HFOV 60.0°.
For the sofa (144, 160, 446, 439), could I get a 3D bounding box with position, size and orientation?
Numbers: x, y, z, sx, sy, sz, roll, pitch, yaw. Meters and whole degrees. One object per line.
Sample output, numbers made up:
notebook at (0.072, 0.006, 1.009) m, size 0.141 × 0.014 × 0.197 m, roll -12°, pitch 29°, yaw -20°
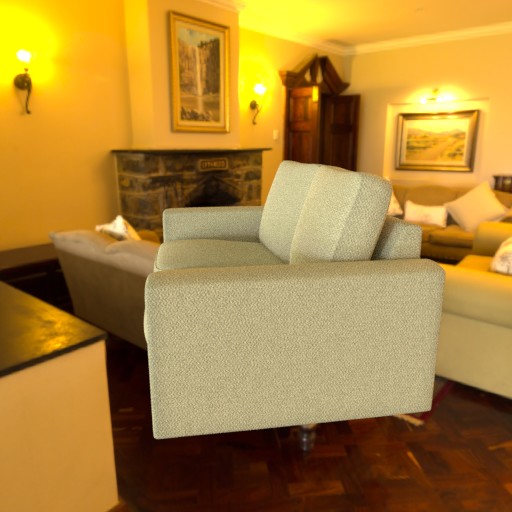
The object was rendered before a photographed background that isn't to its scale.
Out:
sofa at (0.000, 0.000, 2.179) m, size 1.016 × 0.873 × 1.616 m, roll -2°, pitch 14°, yaw -9°
